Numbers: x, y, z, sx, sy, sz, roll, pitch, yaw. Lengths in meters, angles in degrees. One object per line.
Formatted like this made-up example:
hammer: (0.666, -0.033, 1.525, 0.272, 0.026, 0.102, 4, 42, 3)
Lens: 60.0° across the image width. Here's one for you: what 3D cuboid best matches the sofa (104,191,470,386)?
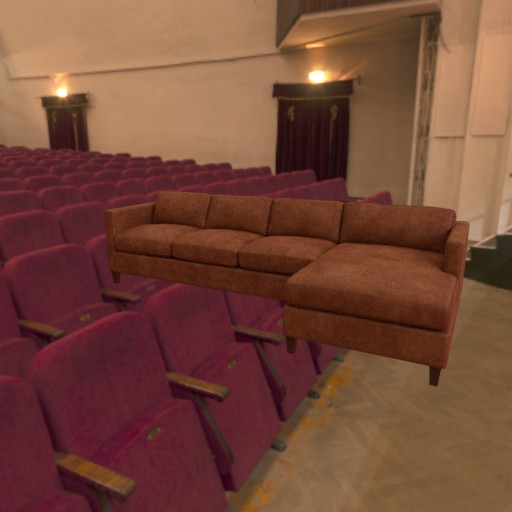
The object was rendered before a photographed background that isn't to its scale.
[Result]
sofa: (0.000, 0.000, 3.793, 3.203, 0.883, 1.581, 7, 16, 26)
